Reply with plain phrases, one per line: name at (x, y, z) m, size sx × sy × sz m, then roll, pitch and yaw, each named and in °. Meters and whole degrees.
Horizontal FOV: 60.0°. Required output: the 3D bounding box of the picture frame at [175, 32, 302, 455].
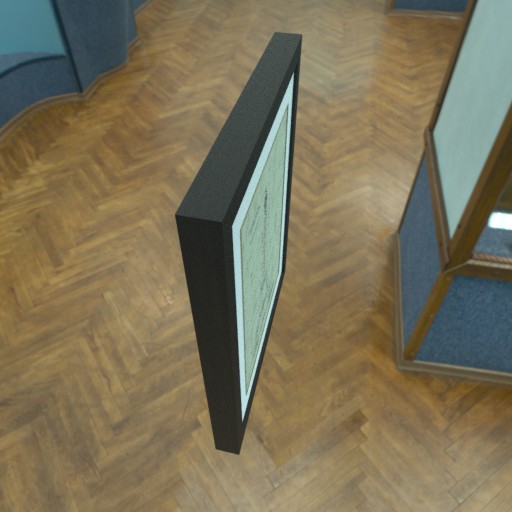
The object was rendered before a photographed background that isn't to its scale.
picture frame at (0.000, 0.000, 0.746) m, size 0.044 × 0.555 × 0.452 m, roll 10°, pitch 47°, yaw 9°
